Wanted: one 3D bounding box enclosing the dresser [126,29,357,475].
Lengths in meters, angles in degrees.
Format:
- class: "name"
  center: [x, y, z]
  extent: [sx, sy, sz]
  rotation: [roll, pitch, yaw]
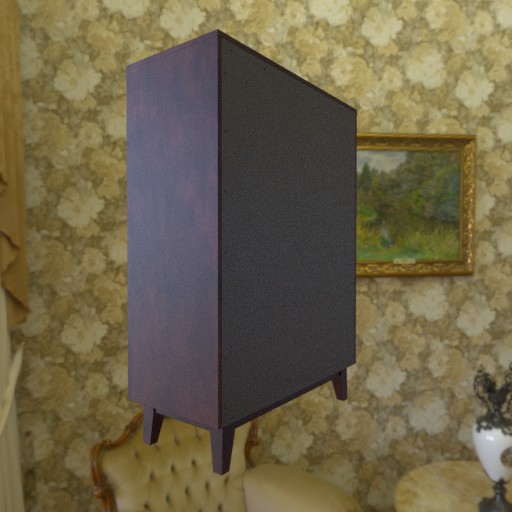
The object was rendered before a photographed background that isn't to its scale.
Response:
- class: "dresser"
  center: [0.000, 0.000, 2.049]
  extent: [0.506, 1.514, 1.072]
  rotation: [1, 1, 37]
